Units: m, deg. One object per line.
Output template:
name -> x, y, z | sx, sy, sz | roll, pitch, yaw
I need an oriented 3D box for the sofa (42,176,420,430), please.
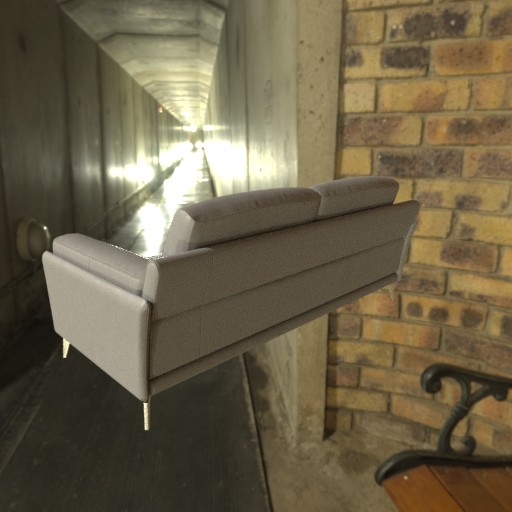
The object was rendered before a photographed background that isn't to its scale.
sofa -> 0.000, 0.000, 2.656 | 2.101, 0.930, 1.049 | -15, 22, -42
